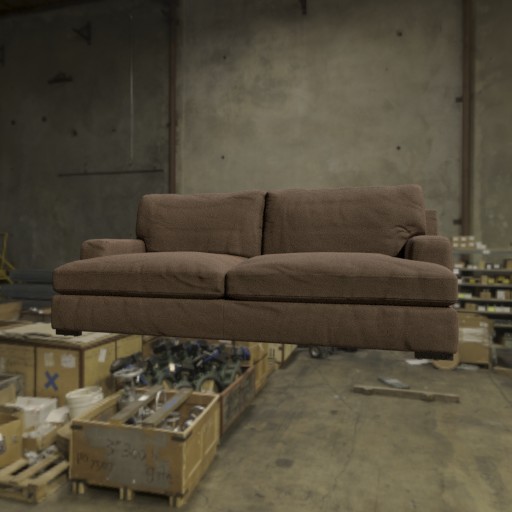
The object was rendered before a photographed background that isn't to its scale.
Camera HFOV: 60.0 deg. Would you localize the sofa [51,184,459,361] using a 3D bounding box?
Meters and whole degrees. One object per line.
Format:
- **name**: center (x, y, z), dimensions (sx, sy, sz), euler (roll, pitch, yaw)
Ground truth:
- **sofa**: center (0.000, 0.000, 2.828), dimensions (2.274, 0.950, 1.140), euler (0, 0, 17)
